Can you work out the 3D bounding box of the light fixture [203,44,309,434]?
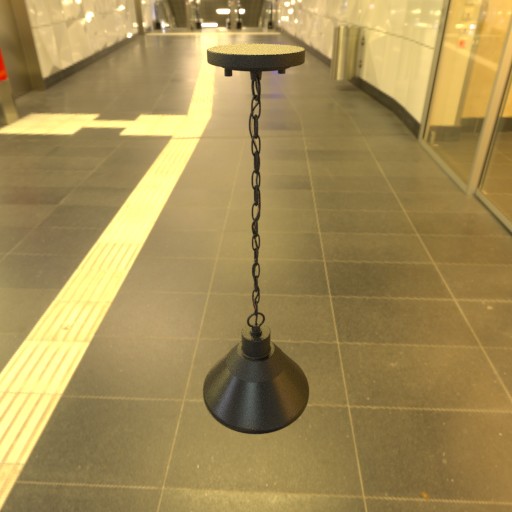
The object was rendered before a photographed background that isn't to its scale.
[{"bbox_3d":[0.000,0.000,0.691,0.201,0.588,0.201,-9,32,-15],"label":"light fixture"}]
